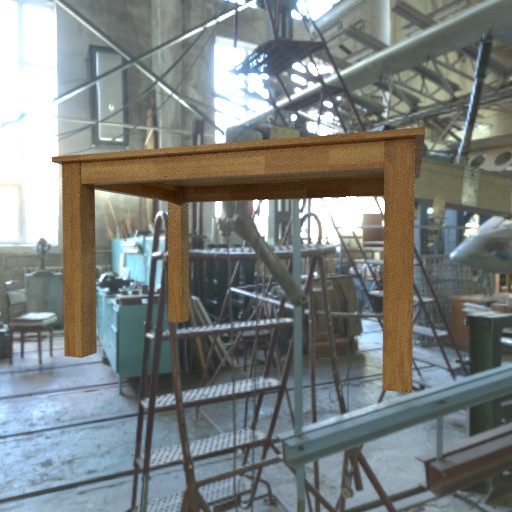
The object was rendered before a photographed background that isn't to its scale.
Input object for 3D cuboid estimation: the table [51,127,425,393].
[{"bbox_3d":[0.000,0.000,1.868,1.300,0.750,0.900,1,2,19],"label":"table"}]
